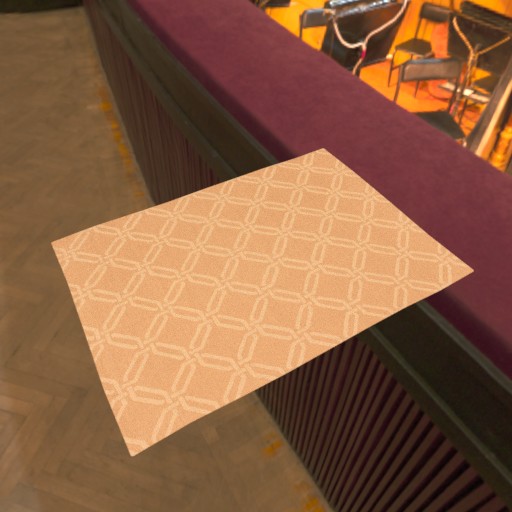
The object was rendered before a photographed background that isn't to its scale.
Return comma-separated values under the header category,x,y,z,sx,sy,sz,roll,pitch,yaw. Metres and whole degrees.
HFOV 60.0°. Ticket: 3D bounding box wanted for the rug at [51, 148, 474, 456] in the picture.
category,x,y,z,sx,sy,sz,roll,pitch,yaw
rug,0.000,0.000,2.712,2.135,0.013,1.524,-23,51,-20
